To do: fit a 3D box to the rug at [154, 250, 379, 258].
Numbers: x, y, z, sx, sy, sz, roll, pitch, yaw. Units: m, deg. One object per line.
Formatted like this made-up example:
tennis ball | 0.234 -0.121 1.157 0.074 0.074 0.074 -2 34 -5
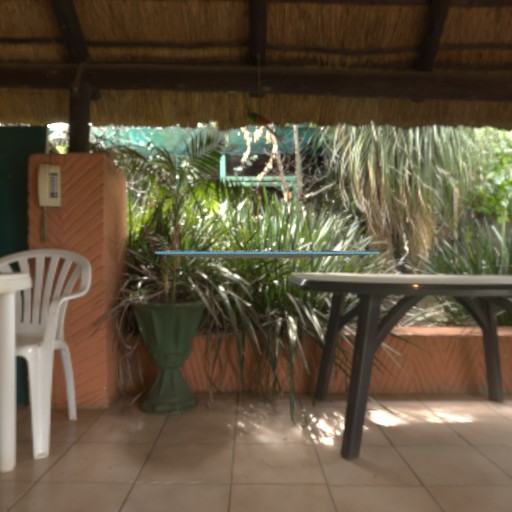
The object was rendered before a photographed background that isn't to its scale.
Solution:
rug | 0.000 0.000 2.394 0.662 0.011 2.196 0 -1 -2
